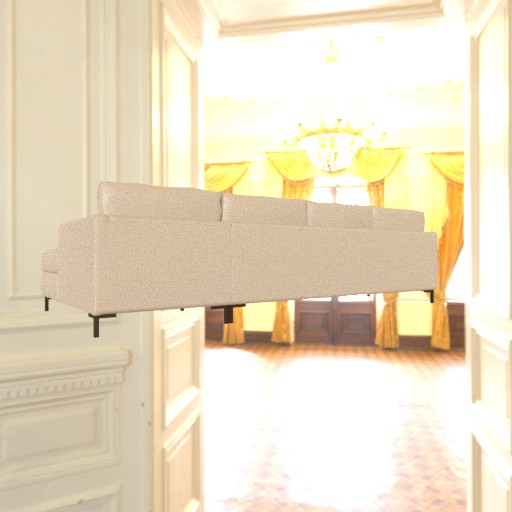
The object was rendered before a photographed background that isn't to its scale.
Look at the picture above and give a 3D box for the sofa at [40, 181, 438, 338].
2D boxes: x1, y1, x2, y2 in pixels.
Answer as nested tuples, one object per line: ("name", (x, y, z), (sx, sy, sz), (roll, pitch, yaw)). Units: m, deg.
("sofa", (0.000, 0.000, 3.282), (2.731, 0.755, 1.258), (0, 0, -35))
